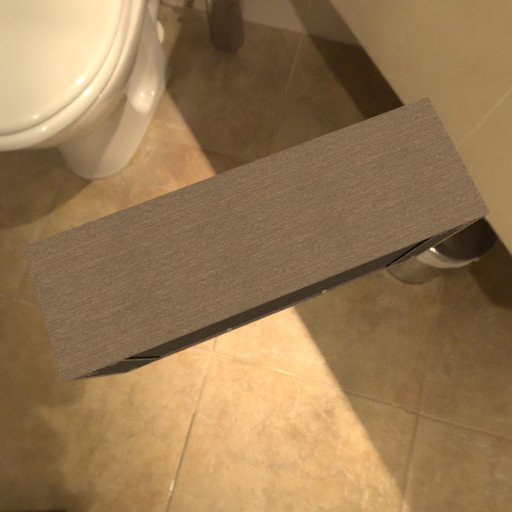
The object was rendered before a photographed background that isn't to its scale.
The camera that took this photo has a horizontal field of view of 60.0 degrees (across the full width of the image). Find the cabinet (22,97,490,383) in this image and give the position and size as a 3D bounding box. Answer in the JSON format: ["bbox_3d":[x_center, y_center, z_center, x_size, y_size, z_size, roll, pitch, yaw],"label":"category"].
[{"bbox_3d":[0.000,0.000,1.567,1.194,0.787,0.405,-21,78,-5],"label":"cabinet"}]
